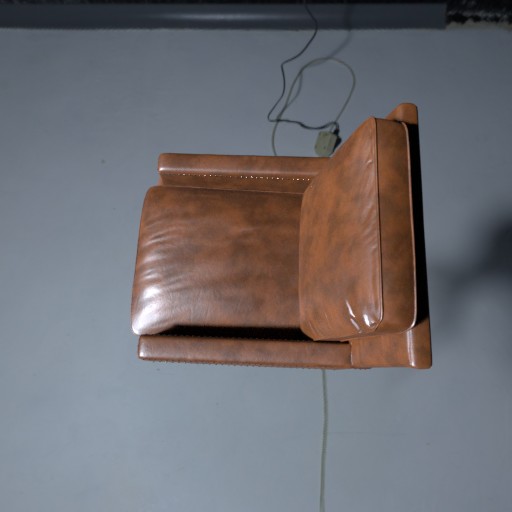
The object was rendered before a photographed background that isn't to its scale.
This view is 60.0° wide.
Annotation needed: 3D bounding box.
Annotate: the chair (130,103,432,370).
[{"bbox_3d":[0.000,0.000,1.785,1.035,1.054,0.854,2,75,1],"label":"chair"}]
